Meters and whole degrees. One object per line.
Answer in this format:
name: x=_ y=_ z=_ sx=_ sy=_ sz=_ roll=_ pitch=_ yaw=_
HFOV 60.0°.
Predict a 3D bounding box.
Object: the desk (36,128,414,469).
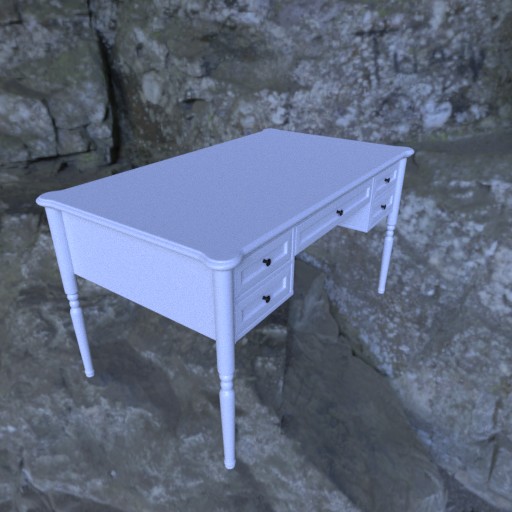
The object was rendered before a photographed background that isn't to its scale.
desk: x=0.000 y=0.000 z=1.881 sx=0.807 sy=0.762 sz=1.380 roll=18 pitch=32 yaw=31
